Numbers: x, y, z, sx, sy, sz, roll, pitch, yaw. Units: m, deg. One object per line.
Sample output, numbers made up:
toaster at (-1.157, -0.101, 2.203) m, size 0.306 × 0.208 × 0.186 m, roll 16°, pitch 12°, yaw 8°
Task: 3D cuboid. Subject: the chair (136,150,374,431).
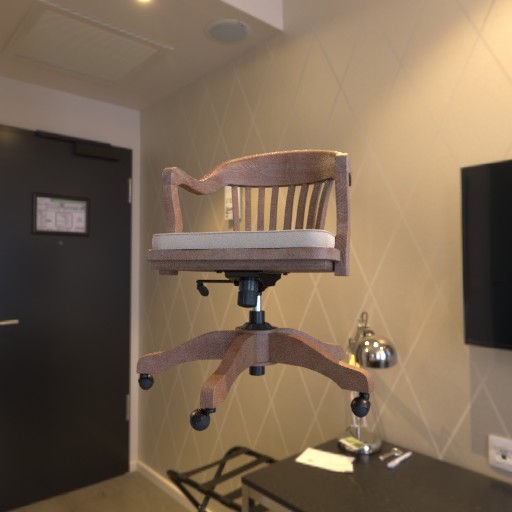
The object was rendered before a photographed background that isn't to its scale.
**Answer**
chair at (0.000, 0.000, 1.444) m, size 0.750 × 0.878 × 0.788 m, roll -1°, pitch -2°, yaw 18°
